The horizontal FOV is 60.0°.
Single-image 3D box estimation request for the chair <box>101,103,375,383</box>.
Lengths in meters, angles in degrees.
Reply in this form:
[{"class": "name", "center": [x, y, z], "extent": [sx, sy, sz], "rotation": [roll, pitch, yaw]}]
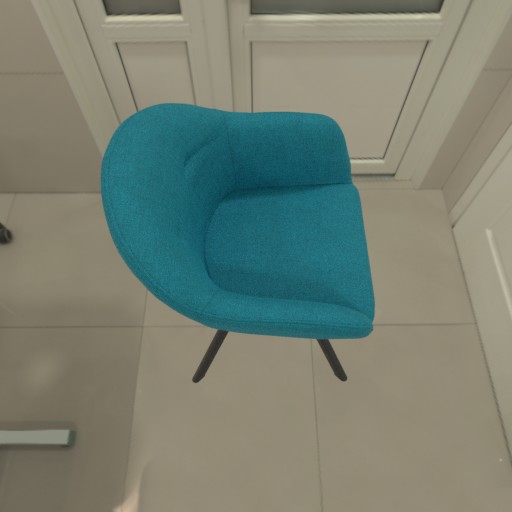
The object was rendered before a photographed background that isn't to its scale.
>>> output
[{"class": "chair", "center": [0.000, 0.000, 1.145], "extent": [0.565, 0.775, 0.545], "rotation": [0, 62, 0]}]
